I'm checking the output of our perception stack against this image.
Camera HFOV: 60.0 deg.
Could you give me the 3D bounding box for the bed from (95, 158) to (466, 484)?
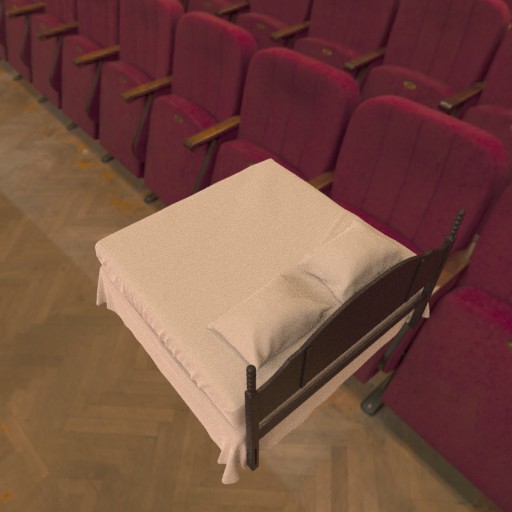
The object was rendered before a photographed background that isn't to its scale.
[{"bbox_3d":[0.000,0.000,3.640,2.322,1.355,2.219,-31,53,-27],"label":"bed"}]
